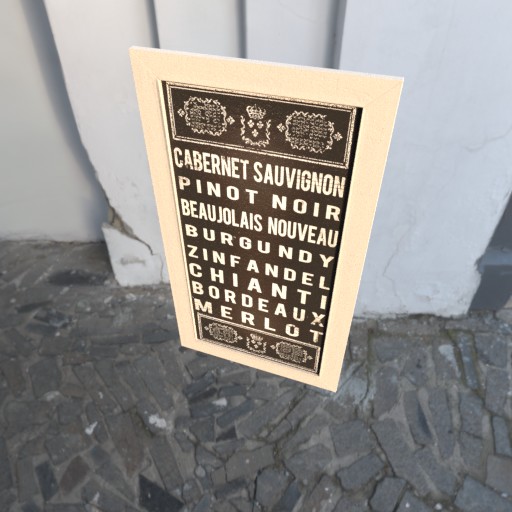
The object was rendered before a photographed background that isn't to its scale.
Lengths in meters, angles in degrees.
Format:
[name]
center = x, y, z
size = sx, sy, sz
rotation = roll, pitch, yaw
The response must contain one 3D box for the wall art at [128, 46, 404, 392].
[wall art]
center = 0.000, 0.000, 0.810
size = 0.380, 0.683, 0.013
rotation = 13, 43, 15
